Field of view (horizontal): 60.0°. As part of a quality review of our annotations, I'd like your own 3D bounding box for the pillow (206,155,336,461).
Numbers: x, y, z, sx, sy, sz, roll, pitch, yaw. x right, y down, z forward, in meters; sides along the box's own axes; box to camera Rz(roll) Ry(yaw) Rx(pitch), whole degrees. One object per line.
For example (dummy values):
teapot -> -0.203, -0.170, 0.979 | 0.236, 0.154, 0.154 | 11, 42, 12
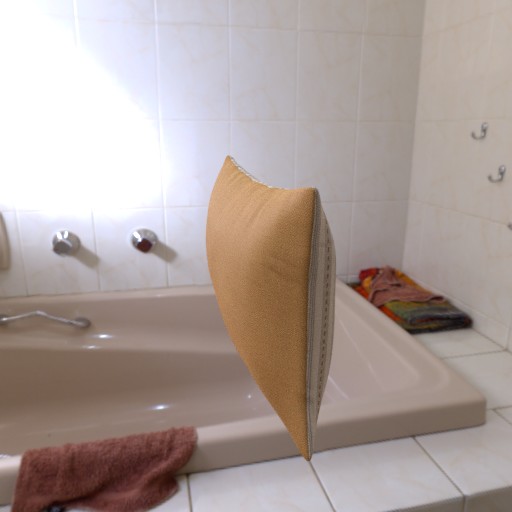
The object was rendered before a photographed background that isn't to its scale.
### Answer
pillow -> 0.000, 0.000, 0.719 | 0.151, 0.291, 0.608 | -3, 16, -10
